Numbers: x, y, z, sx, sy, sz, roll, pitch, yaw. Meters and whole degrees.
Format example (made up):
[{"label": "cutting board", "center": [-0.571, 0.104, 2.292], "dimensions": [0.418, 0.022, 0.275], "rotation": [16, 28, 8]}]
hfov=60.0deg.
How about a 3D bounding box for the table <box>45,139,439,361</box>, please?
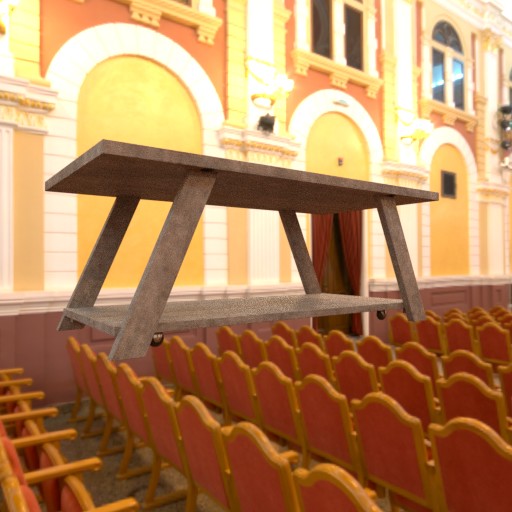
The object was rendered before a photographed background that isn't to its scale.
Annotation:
[{"label": "table", "center": [0.000, 0.000, 1.518], "dimensions": [1.219, 0.470, 0.610], "rotation": [1, -1, -36]}]
